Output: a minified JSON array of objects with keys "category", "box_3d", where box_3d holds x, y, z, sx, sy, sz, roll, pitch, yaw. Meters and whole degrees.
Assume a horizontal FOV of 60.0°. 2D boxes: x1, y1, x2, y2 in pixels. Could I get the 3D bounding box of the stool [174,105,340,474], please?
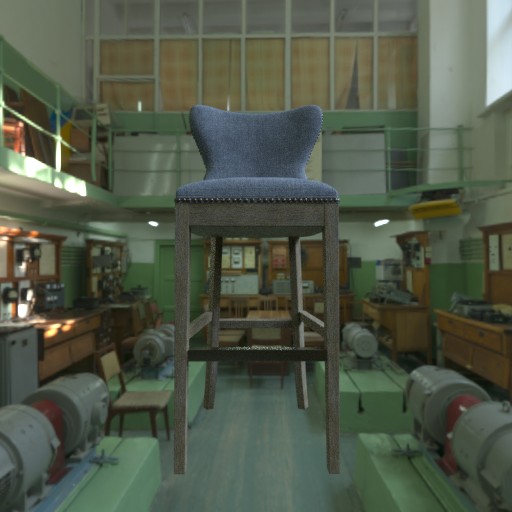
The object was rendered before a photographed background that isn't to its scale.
[{"category":"stool","box_3d":[0.000,0.000,1.436,0.494,1.123,0.606,0,-1,0]}]
